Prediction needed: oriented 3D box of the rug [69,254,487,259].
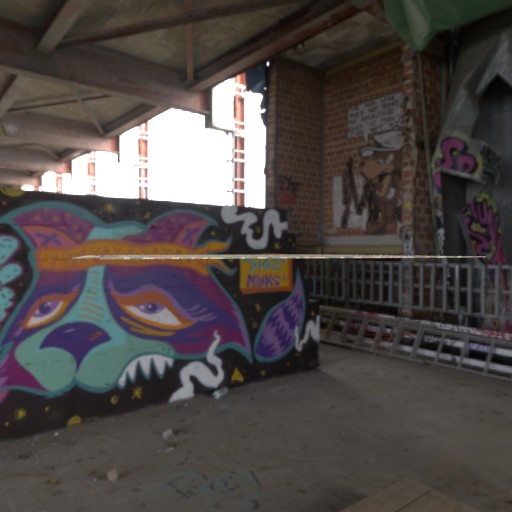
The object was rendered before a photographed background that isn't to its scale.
[{"bbox_3d":[0.000,0.000,4.117,3.048,0.010,2.438,0,1,-18],"label":"rug"}]
